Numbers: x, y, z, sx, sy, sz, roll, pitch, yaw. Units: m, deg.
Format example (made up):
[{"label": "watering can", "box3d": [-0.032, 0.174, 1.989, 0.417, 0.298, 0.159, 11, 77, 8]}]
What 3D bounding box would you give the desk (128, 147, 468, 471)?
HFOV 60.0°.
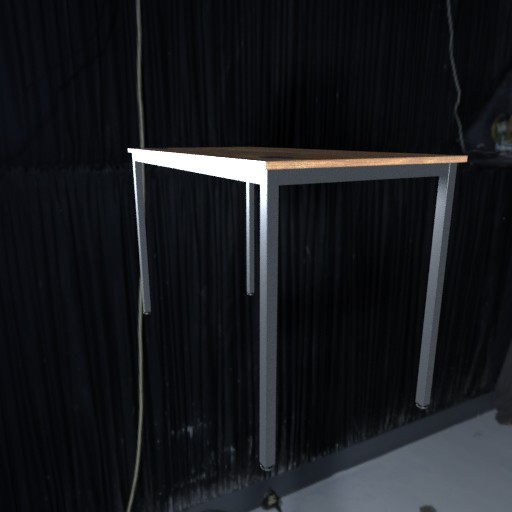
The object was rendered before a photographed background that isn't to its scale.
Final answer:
[{"label": "desk", "box3d": [0.000, 0.000, 1.617, 0.600, 0.749, 1.200, -8, 17, -27]}]
